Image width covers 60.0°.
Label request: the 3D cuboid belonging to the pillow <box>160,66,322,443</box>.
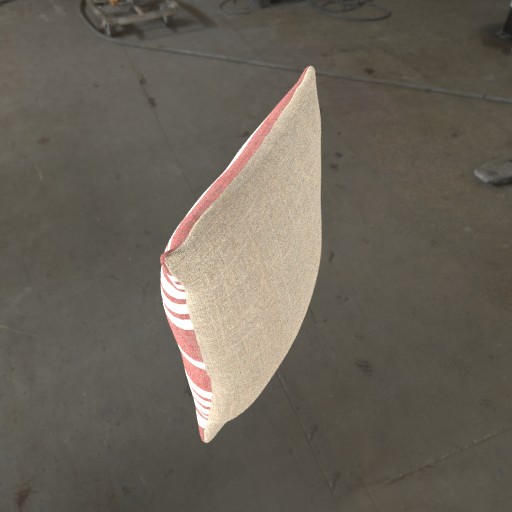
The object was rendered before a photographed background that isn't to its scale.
[{"bbox_3d":[0.000,0.000,0.682,0.182,0.427,0.439,17,49,16],"label":"pillow"}]
